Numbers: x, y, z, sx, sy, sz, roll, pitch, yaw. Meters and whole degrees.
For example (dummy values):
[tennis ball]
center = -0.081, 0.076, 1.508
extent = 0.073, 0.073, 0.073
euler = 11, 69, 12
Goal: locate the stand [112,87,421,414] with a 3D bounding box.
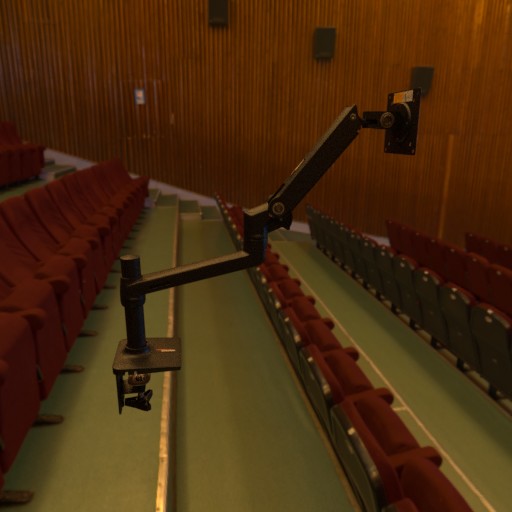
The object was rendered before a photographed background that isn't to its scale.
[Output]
[stand]
center = 0.000, 0.000, 1.003
extent = 0.650, 0.713, 0.152
euler = -3, 16, -9
